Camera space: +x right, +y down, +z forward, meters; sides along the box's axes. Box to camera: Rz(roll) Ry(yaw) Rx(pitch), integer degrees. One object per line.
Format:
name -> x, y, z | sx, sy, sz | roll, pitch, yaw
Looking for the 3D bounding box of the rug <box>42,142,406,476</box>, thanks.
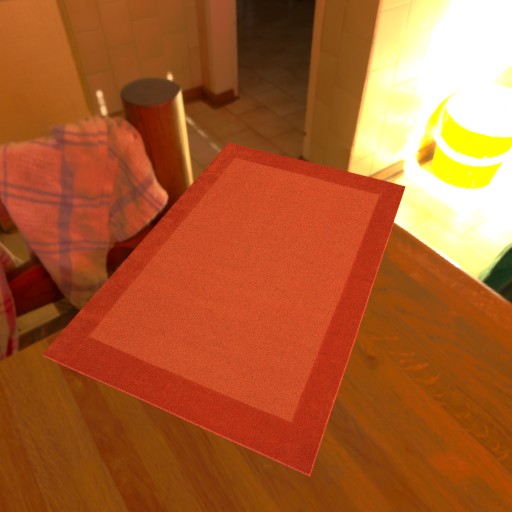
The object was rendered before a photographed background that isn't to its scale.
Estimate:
rug -> 0.000, 0.000, 2.323 | 1.219, 0.014, 1.829 | 18, 49, 16
